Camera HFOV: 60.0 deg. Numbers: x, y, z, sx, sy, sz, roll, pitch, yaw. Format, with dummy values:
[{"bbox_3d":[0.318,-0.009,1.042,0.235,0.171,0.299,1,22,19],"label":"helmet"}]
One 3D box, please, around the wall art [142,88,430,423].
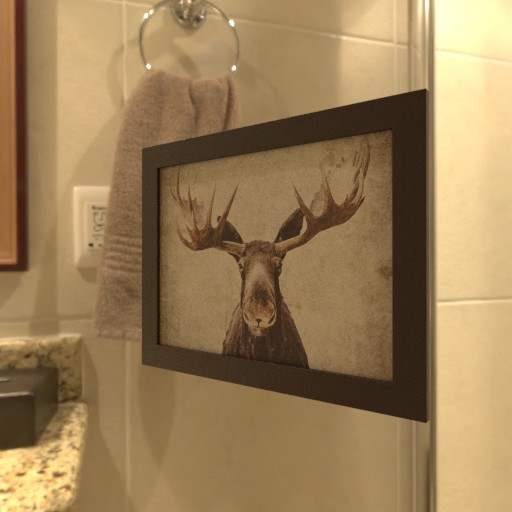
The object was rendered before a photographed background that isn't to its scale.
[{"bbox_3d":[0.000,0.000,1.620,1.207,0.952,0.034,0,0,35],"label":"wall art"}]
